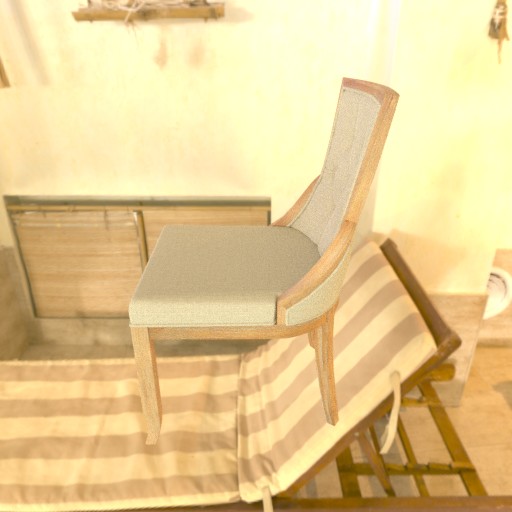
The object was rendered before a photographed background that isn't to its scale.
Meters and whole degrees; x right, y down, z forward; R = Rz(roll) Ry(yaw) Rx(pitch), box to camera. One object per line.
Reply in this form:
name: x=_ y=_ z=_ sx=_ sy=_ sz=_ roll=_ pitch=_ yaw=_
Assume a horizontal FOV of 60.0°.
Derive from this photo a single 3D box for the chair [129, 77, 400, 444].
chair: x=0.000 y=0.000 z=1.303 sx=0.641 sy=0.947 sz=0.524 roll=0 pitch=26 yaw=-1
